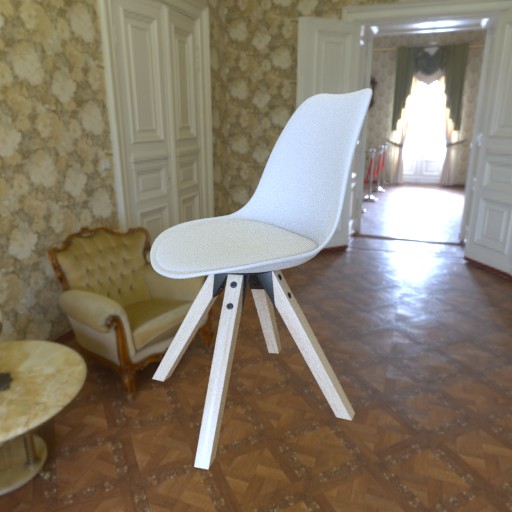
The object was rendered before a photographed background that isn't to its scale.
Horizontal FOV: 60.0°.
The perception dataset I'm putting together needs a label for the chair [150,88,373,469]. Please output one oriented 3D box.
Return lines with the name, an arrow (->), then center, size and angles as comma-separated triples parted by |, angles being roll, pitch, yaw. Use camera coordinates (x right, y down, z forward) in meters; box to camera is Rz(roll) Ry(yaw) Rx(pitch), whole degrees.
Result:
chair -> 0.000, 0.000, 1.193 | 0.550, 0.850, 0.485 | -8, 18, -25
